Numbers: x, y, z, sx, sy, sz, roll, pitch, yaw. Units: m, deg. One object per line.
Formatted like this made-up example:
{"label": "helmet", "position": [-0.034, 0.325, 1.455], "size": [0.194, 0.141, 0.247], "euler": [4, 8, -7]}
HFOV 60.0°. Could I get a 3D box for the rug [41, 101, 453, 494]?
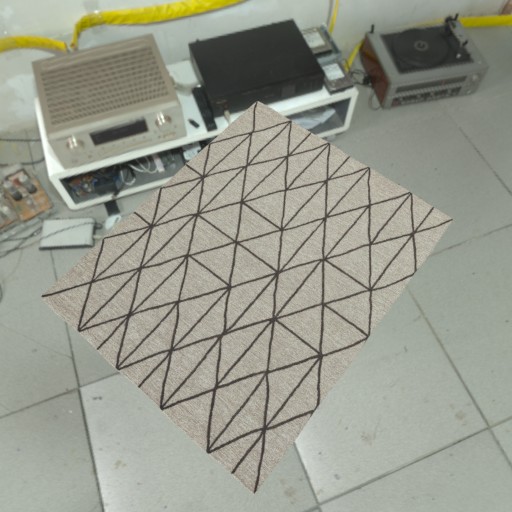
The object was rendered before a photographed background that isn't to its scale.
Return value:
{"label": "rug", "position": [0.000, 0.000, 4.098], "size": [2.468, 0.022, 3.061], "euler": [36, 69, 16]}
